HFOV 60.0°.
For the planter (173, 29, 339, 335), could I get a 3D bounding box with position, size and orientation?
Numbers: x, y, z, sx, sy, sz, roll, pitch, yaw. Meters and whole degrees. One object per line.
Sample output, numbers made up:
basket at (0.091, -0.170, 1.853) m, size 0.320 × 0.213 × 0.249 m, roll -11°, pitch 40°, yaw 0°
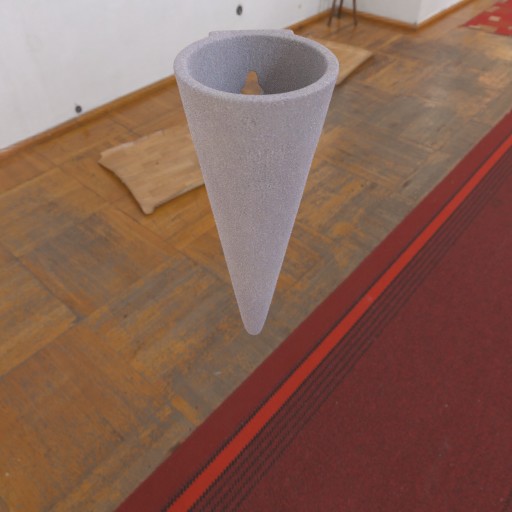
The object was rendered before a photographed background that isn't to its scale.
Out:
planter at (0.000, 0.000, 0.300) m, size 0.078 × 0.259 × 0.087 m, roll -3°, pitch 44°, yaw -3°
